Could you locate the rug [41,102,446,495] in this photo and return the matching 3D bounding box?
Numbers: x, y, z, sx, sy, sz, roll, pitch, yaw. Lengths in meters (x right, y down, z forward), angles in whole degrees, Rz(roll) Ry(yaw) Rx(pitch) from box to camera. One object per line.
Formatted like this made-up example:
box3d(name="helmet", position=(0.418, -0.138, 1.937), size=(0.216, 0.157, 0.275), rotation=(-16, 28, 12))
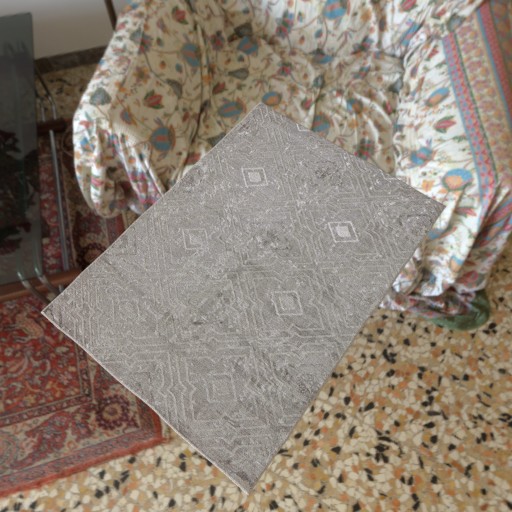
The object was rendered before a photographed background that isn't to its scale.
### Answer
box3d(name="rug", position=(0.000, 0.000, 4.358), size=(2.448, 0.020, 3.359), rotation=(34, 68, 16))
